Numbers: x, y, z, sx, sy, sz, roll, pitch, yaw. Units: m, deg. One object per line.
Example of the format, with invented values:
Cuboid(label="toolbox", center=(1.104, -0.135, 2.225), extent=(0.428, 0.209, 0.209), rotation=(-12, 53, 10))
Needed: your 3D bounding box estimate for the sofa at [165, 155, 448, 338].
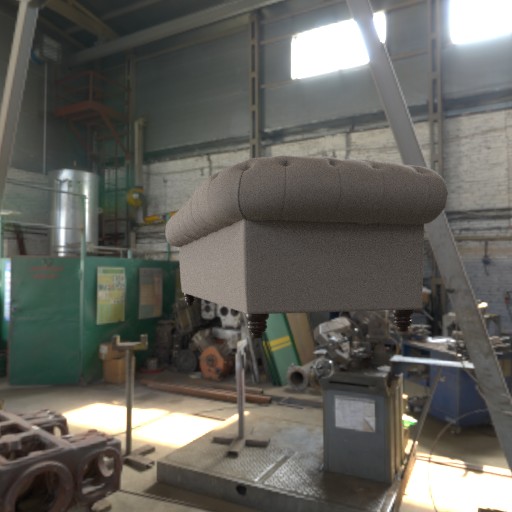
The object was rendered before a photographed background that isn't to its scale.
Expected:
Cuboid(label="sofa", center=(0.000, 0.000, 2.828), extent=(0.991, 0.749, 2.411), rotation=(1, -2, -17))
